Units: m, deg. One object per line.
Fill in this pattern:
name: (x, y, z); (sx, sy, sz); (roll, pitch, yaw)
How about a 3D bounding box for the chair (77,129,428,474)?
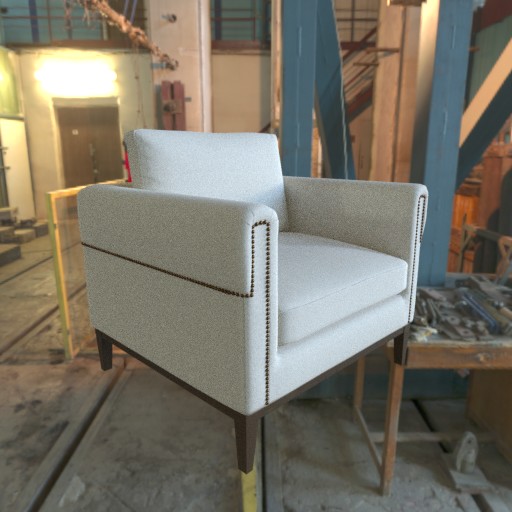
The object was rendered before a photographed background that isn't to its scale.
chair: (0.000, 0.000, 1.668); (0.896, 0.915, 0.982); (13, 19, 43)
